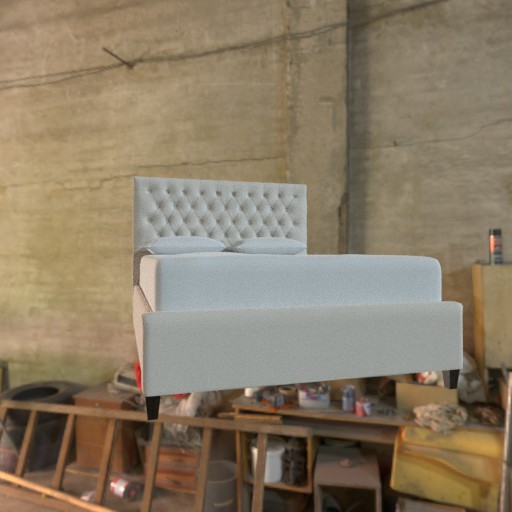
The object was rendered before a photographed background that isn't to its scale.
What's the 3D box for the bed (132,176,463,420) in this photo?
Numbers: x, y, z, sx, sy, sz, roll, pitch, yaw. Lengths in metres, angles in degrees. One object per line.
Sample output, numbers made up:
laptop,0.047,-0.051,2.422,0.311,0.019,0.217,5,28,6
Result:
bed,0.000,0.000,3.200,1.696,1.426,2.233,0,0,-16
